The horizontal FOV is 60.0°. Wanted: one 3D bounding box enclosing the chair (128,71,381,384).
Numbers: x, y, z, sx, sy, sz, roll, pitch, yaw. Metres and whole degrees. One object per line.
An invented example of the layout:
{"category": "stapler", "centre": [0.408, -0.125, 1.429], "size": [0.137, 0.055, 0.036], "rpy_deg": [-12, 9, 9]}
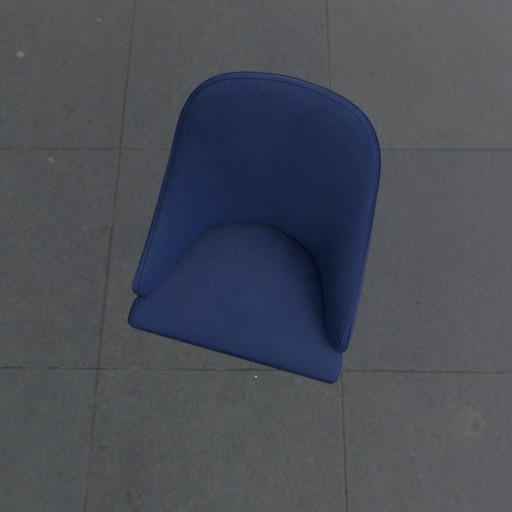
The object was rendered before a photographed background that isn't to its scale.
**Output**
{"category": "chair", "centre": [0.000, 0.000, 1.283], "size": [0.643, 0.889, 0.575], "rpy_deg": [15, 75, 4]}
